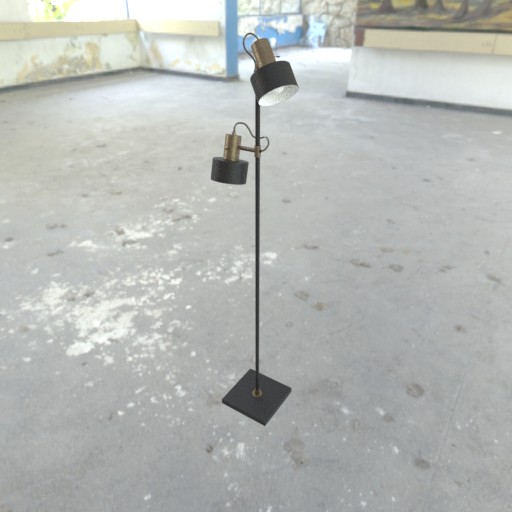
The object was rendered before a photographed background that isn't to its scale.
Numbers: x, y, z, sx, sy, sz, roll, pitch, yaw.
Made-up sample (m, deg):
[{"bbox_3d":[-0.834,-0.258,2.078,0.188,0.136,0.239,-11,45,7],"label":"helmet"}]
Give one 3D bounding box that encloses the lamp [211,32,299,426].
[{"bbox_3d":[0.000,0.000,1.670,0.315,1.505,0.233,18,35,28],"label":"lamp"}]
